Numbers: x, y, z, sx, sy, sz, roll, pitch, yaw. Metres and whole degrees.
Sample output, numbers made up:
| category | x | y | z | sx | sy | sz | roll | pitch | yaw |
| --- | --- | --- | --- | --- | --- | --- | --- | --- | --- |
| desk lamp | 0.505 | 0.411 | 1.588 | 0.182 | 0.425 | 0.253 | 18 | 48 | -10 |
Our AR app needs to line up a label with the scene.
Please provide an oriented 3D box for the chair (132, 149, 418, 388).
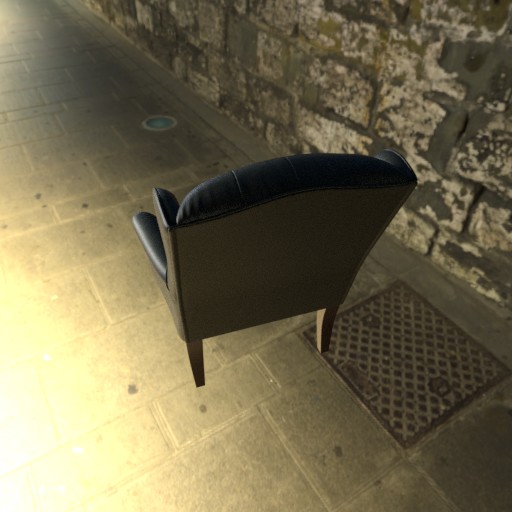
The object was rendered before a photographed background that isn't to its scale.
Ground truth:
| category | x | y | z | sx | sy | sz | roll | pitch | yaw |
| --- | --- | --- | --- | --- | --- | --- | --- | --- | --- |
| chair | 0.000 | 0.000 | 1.673 | 0.838 | 1.111 | 0.762 | -12 | 43 | -13 |
